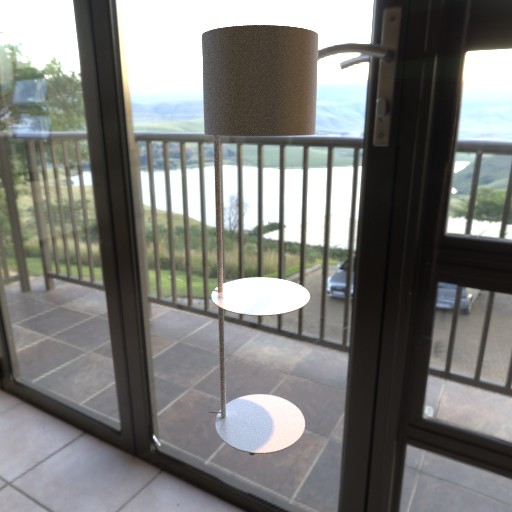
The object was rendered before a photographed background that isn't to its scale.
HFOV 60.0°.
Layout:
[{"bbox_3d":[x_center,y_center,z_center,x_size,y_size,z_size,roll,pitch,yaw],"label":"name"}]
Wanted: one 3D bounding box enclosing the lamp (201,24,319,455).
[{"bbox_3d":[0.000,0.000,1.629,0.405,1.465,0.372,4,18,11],"label":"lamp"}]
